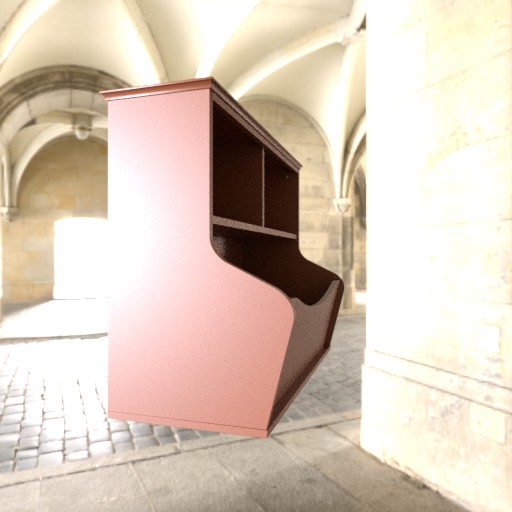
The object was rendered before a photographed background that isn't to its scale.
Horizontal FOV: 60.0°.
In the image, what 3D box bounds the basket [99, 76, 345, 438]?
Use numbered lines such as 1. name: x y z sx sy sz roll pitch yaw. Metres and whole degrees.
1. basket: 0.000 0.000 1.164 0.376 0.625 0.792 0 0 18
